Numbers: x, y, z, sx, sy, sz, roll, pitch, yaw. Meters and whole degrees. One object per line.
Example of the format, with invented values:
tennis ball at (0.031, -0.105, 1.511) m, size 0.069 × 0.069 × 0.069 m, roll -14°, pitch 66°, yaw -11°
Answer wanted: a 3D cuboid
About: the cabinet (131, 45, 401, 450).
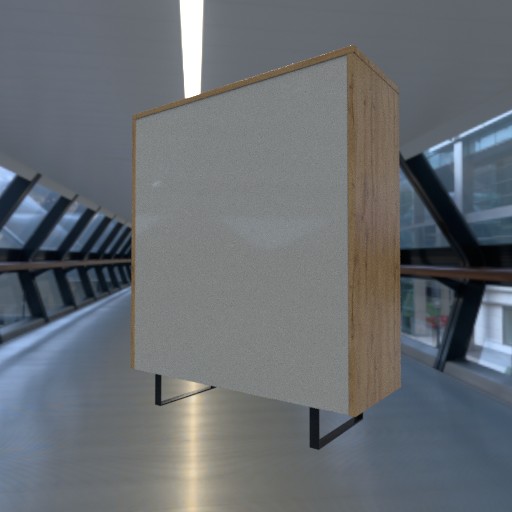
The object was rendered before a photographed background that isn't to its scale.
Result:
cabinet at (0.000, 0.000, 2.011) m, size 1.168 × 1.397 × 0.473 m, roll -1°, pitch -2°, yaw 36°
